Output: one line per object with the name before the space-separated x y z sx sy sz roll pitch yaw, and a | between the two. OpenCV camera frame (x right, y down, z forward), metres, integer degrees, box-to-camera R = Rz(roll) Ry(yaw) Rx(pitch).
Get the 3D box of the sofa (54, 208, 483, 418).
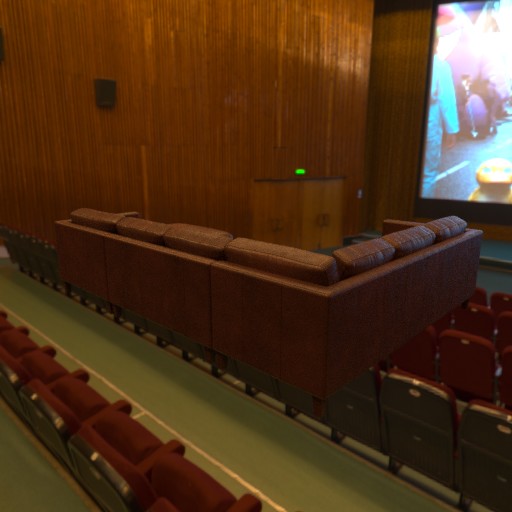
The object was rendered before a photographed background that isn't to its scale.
sofa | 0.000 0.000 4.303 3.324 0.891 2.452 13 19 42
